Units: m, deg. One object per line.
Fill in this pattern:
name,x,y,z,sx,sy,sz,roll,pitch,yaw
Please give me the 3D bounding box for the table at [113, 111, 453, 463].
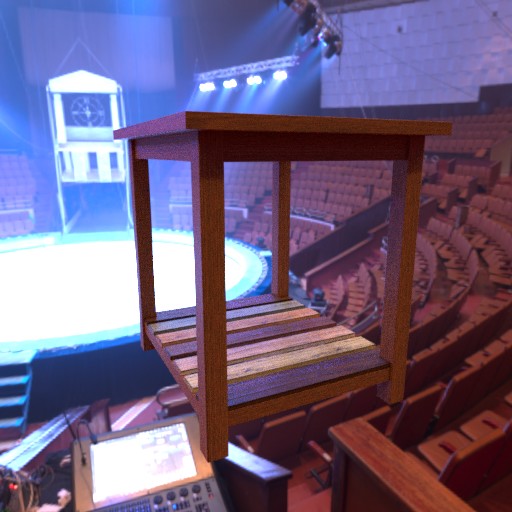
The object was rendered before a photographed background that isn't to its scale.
table,0.000,0.000,1.134,0.559,0.635,0.660,-6,15,-26
